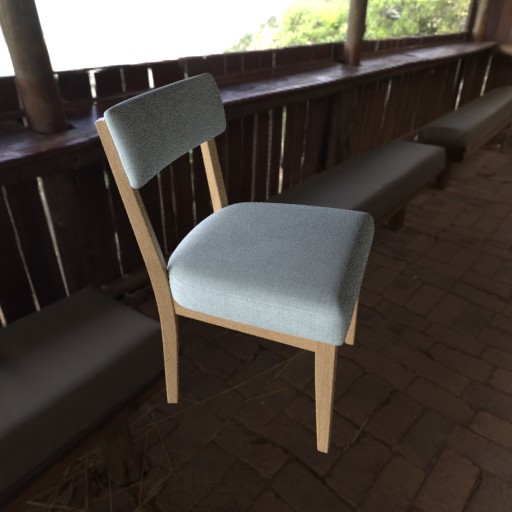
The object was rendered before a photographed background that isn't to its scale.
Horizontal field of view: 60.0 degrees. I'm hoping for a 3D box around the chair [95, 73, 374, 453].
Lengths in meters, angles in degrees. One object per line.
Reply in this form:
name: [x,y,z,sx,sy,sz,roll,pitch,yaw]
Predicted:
chair: [0.000,0.000,1.191,0.572,0.832,0.508,10,33,16]
